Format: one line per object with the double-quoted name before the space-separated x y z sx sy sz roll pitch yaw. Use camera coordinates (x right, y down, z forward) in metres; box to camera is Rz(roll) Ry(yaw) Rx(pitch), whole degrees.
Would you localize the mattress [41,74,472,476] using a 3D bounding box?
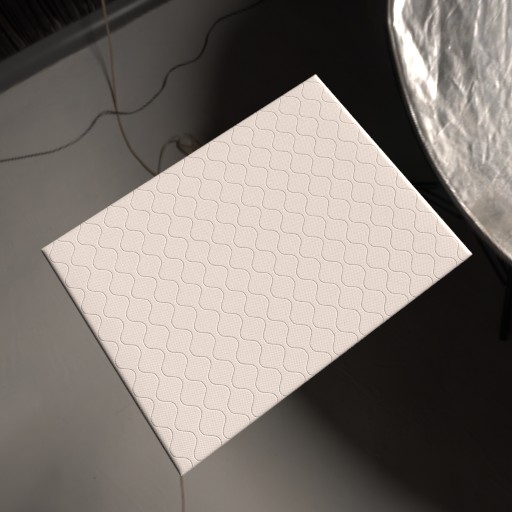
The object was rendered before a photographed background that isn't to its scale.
"mattress" 0.000 0.000 2.490 1.900 0.200 1.400 -35 78 -8
